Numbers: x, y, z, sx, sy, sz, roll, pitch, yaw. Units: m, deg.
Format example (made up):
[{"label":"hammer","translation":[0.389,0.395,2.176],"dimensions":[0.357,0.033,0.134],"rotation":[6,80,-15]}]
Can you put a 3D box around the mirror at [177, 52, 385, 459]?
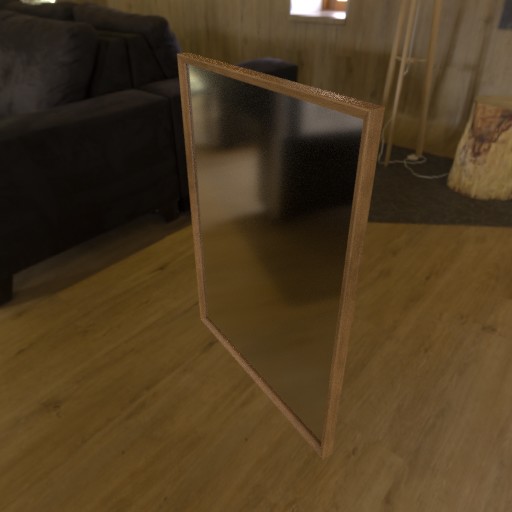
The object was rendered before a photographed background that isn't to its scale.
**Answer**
[{"label":"mirror","translation":[0.000,0.000,1.313],"dimensions":[0.041,1.016,0.762],"rotation":[-20,38,-28]}]
